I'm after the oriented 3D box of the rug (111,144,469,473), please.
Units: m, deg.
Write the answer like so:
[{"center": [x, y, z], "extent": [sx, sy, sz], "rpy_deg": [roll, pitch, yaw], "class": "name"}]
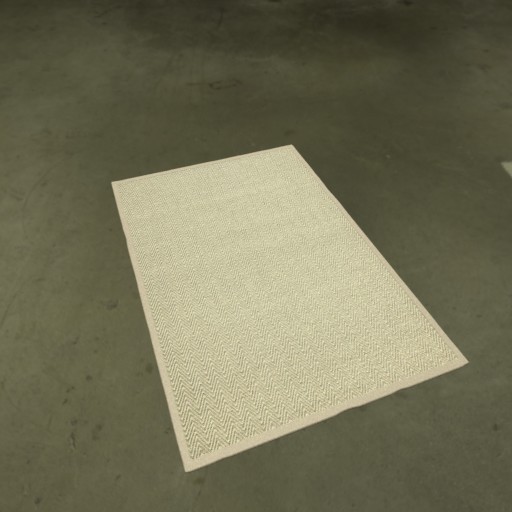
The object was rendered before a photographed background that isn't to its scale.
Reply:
[{"center": [0.000, 0.000, 2.887], "extent": [1.540, 0.021, 2.290], "rpy_deg": [-15, 48, -14], "class": "rug"}]
